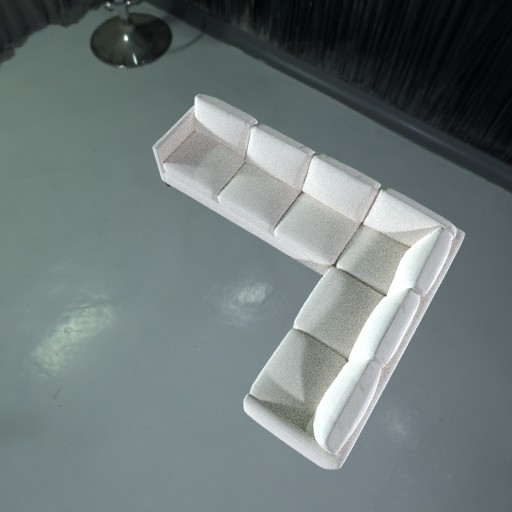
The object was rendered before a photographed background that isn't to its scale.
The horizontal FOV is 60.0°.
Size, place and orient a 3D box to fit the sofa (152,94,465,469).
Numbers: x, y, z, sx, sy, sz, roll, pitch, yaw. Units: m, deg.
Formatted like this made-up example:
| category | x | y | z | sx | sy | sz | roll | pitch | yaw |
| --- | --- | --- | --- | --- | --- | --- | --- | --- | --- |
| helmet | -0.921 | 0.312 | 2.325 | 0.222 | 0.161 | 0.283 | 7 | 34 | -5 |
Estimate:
| category | x | y | z | sx | sy | sz | roll | pitch | yaw |
| --- | --- | --- | --- | --- | --- | --- | --- | --- | --- |
| sofa | 0.000 | 0.000 | 4.507 | 3.302 | 0.947 | 2.593 | 31 | 68 | 15 |
